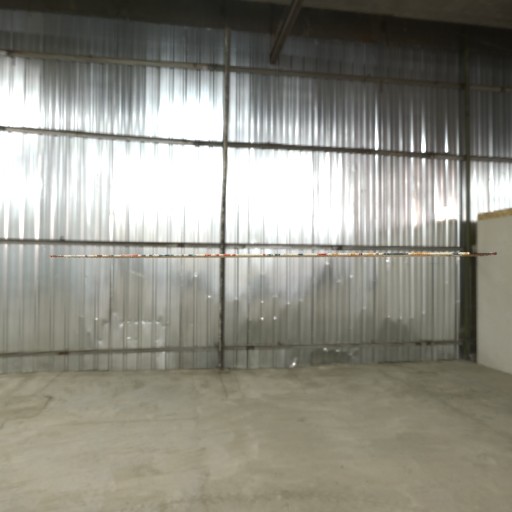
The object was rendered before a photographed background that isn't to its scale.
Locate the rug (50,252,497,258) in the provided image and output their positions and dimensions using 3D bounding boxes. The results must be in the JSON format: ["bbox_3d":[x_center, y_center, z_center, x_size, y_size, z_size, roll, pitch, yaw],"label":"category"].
[{"bbox_3d":[0.000,0.000,2.890,2.682,0.015,0.763,0,-1,19],"label":"rug"}]
